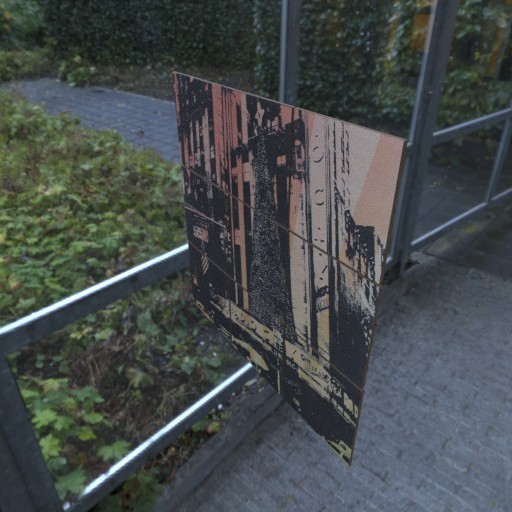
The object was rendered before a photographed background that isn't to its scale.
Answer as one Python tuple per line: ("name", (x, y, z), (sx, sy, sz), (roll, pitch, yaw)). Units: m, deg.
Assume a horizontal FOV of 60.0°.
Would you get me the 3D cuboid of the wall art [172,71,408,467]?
("wall art", (0.000, 0.000, 1.755), (0.013, 1.216, 1.216), (-20, 36, -29))
